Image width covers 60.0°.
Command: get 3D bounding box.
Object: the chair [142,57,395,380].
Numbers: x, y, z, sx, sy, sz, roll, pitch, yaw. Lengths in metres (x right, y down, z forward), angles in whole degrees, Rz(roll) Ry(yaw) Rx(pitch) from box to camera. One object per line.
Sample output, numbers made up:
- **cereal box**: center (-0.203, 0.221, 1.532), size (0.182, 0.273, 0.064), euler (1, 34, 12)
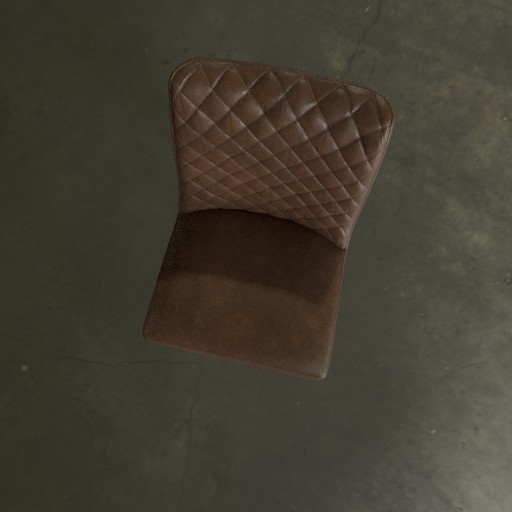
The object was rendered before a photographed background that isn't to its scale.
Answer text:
- **chair**: center (0.000, 0.000, 1.236), size (0.508, 0.889, 0.587), euler (12, 78, 3)
